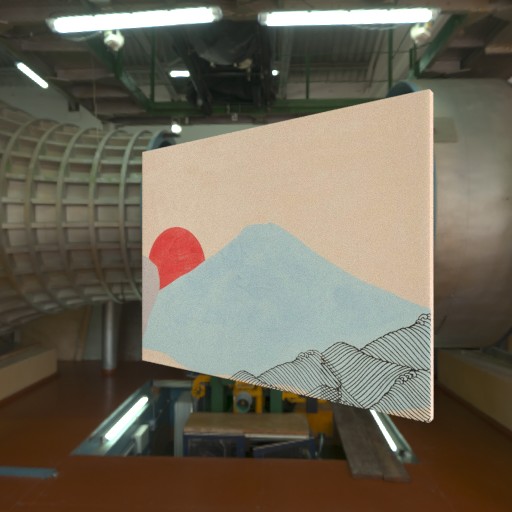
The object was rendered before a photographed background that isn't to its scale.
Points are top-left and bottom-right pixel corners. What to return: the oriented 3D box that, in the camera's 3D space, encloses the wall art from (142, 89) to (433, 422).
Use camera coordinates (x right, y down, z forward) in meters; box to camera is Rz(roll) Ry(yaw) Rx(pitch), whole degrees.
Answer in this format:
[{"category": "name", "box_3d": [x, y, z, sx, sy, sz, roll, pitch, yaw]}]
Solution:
[{"category": "wall art", "box_3d": [0.000, 0.000, 1.594, 1.219, 0.912, 0.042, 0, 0, 37]}]
